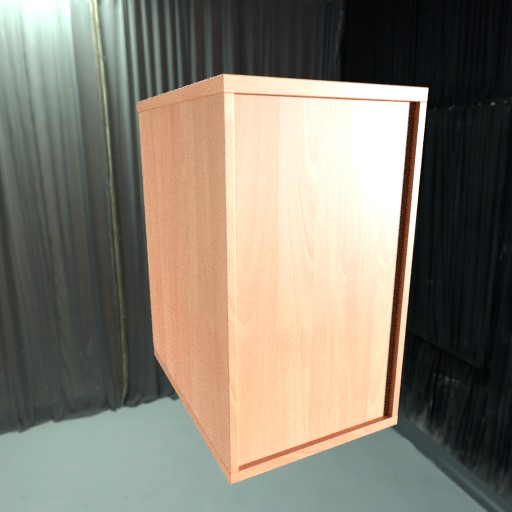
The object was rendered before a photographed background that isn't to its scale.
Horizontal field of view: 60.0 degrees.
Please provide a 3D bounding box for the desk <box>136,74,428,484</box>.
[{"bbox_3d":[0.000,0.000,1.074,0.404,0.730,0.600,-7,17,-25],"label":"desk"}]
